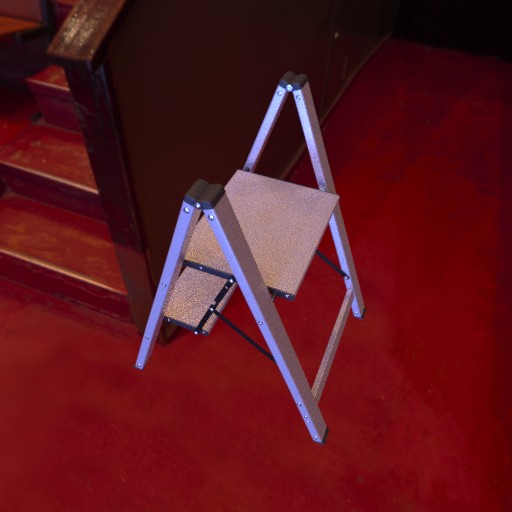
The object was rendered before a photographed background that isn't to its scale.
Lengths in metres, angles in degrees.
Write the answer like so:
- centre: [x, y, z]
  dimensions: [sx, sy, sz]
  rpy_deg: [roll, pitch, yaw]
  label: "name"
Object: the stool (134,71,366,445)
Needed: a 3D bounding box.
- centre: [0.000, 0.000, 1.014]
  dimensions: [0.535, 0.670, 0.440]
  rpy_deg: [17, 49, 15]
  label: "stool"
